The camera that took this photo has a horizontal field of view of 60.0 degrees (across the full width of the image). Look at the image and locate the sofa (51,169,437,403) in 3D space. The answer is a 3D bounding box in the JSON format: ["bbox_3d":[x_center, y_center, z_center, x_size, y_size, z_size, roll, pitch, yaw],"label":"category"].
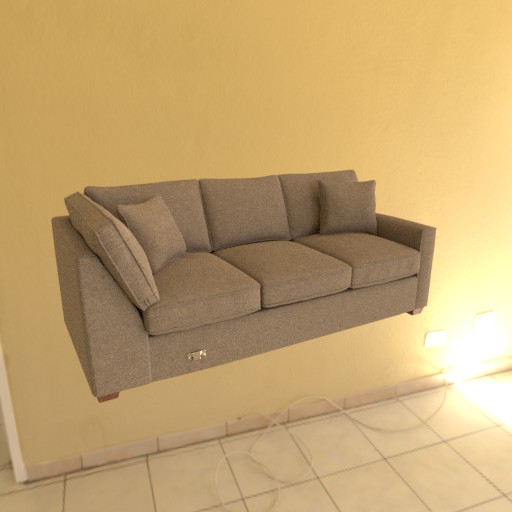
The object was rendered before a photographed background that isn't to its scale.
[{"bbox_3d":[0.000,0.000,2.912,2.317,0.962,1.061,-9,19,-28],"label":"sofa"}]
